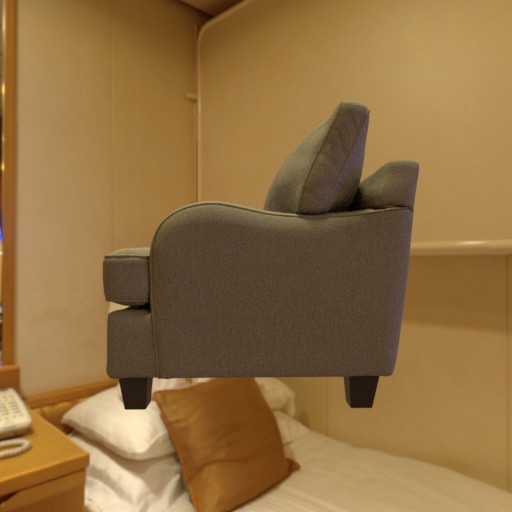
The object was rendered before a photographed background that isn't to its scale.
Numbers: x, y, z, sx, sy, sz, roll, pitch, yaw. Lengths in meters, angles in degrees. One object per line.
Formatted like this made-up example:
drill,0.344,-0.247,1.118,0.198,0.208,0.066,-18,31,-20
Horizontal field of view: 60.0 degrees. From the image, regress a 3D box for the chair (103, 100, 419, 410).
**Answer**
chair,0.000,0.000,2.005,1.041,1.016,1.220,0,-1,-1
